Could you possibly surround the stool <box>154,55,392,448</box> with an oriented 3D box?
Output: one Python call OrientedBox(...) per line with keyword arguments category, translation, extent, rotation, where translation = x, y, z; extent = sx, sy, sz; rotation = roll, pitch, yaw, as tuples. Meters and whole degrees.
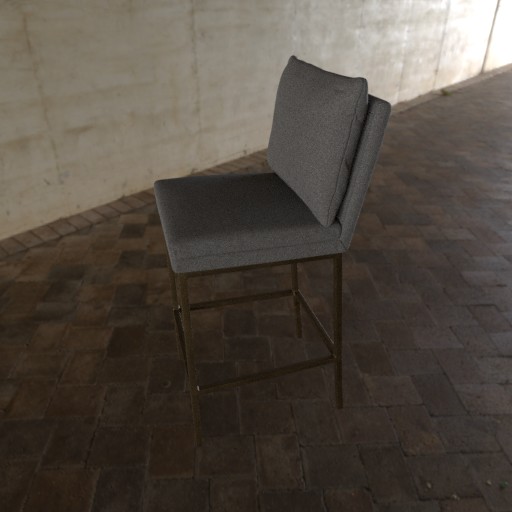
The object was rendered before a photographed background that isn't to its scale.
OrientedBox(category="stool", translation=(0.000, 0.000, 1.423), extent=(0.569, 1.130, 0.463), rotation=(-8, 31, -14))
